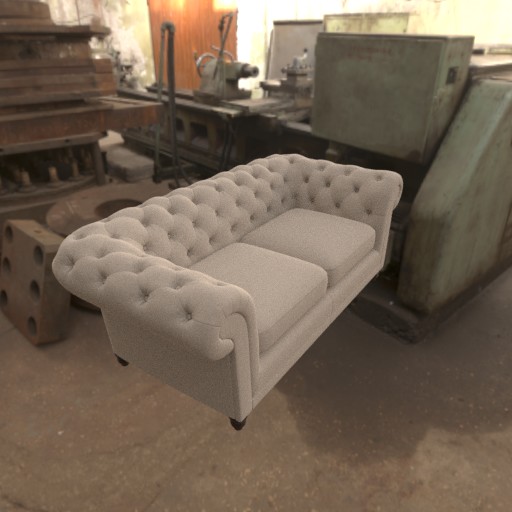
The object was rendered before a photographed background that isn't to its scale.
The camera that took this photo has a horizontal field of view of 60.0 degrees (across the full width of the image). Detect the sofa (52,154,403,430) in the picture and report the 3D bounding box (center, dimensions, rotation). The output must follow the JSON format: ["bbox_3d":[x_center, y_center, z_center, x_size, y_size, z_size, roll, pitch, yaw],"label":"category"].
[{"bbox_3d":[0.000,0.000,2.516,0.986,0.764,1.998,17,31,30],"label":"sofa"}]
